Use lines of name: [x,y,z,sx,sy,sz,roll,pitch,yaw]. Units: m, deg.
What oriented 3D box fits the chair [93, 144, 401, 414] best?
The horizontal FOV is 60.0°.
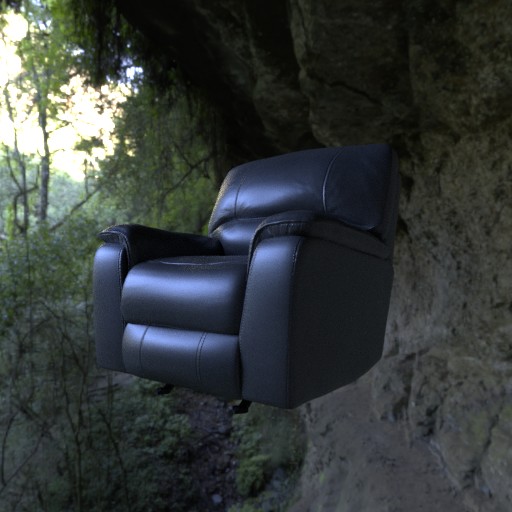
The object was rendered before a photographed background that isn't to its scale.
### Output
chair: [0.000,0.000,2.003,1.096,1.109,1.087,-1,-1,36]
